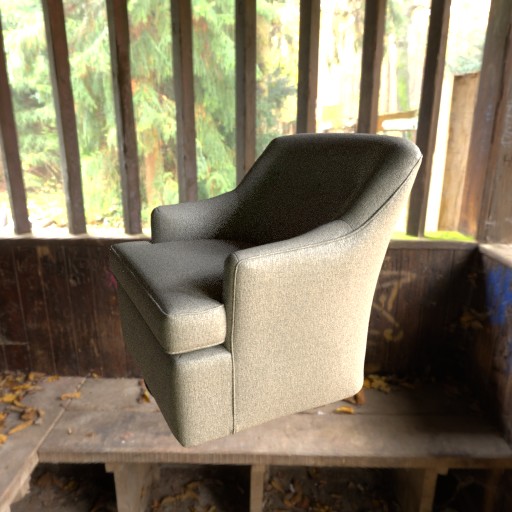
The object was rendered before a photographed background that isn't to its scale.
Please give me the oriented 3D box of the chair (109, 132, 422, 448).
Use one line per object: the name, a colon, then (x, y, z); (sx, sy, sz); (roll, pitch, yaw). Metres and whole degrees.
chair: (0.000, 0.000, 1.612); (0.923, 0.856, 0.864); (-9, 19, -26)
